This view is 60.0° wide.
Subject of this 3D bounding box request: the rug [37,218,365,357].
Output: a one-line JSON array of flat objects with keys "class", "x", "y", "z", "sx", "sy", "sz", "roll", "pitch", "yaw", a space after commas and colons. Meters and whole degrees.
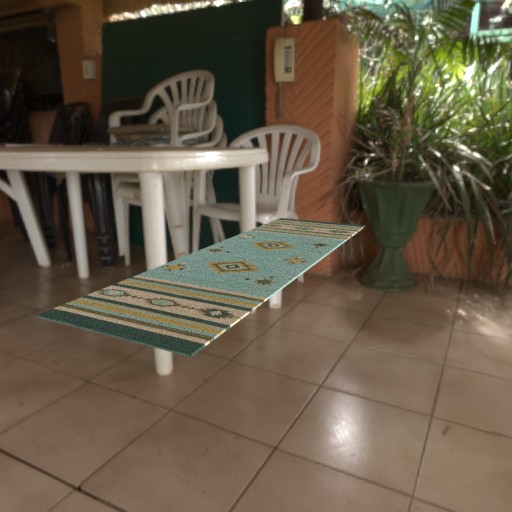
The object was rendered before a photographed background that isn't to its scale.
[{"class": "rug", "x": 0.000, "y": 0.000, "z": 2.669, "sx": 0.744, "sy": 0.010, "sz": 2.441, "roll": 7, "pitch": 17, "yaw": 26}]
